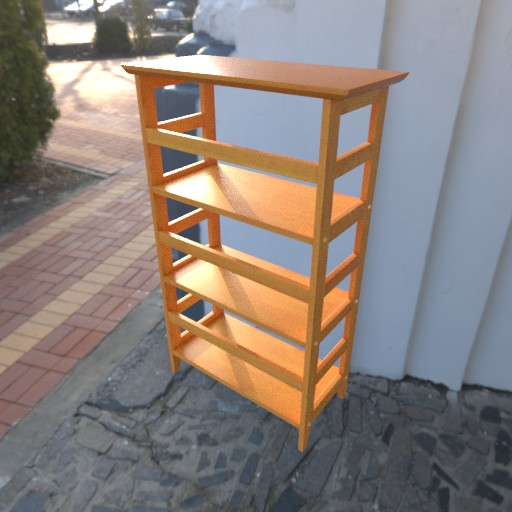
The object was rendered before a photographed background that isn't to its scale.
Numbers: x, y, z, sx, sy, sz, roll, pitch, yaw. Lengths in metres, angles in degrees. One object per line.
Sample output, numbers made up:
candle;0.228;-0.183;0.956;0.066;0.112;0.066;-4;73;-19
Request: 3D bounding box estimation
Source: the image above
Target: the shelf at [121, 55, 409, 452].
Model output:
shelf;0.000;0.000;1.356;0.660;1.067;0.305;21;36;32
